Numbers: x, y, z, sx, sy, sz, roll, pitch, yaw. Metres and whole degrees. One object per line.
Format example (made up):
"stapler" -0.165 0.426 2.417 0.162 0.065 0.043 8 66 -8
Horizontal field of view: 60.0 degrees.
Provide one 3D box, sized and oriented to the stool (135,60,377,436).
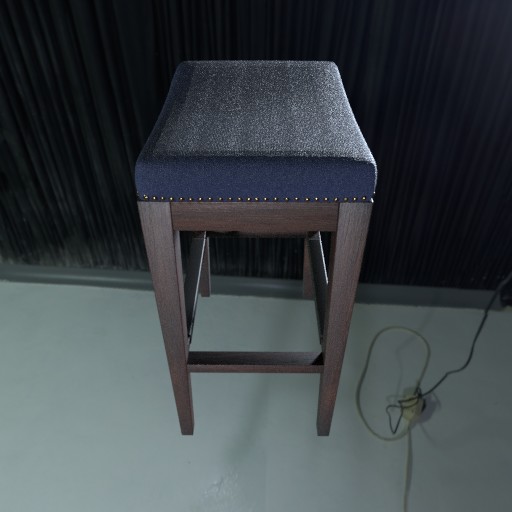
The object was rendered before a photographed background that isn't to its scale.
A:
"stool" 0.000 0.000 1.031 0.358 0.740 0.498 0 41 0
